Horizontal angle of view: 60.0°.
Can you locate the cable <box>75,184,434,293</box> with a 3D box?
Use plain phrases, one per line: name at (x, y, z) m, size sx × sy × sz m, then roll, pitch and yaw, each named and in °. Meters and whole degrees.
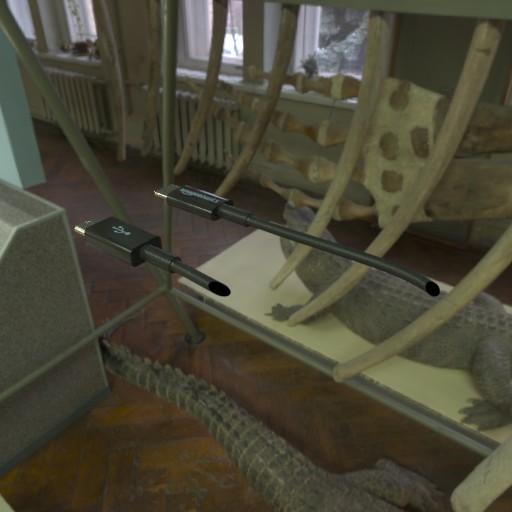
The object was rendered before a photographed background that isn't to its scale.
cable at (0.000, 0.000, 0.112) m, size 0.098 × 0.006 × 0.040 m, roll 22°, pitch 38°, yaw 31°
